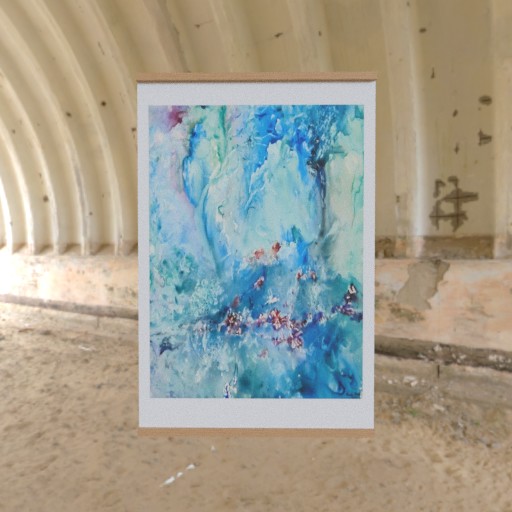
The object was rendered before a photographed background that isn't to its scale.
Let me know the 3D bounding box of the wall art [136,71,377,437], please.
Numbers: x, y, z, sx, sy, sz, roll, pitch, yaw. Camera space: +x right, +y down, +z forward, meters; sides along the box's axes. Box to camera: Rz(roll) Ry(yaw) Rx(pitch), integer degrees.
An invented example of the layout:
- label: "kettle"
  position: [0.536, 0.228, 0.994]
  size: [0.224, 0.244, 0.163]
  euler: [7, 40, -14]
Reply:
- label: "wall art"
  position: [0.000, 0.000, 1.856]
  size: [0.991, 1.510, 0.040]
  euler: [0, 1, 1]
